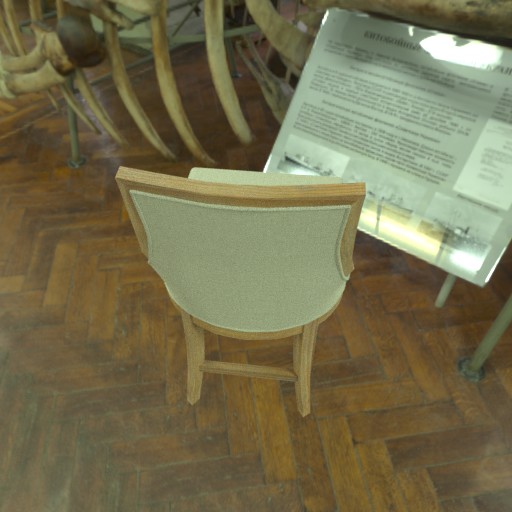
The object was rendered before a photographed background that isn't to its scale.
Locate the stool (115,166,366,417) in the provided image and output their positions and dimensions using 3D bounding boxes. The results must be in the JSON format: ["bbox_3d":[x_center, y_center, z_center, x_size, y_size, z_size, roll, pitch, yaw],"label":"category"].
[{"bbox_3d":[0.000,0.000,1.288,0.524,0.938,0.626,5,46,4],"label":"stool"}]
